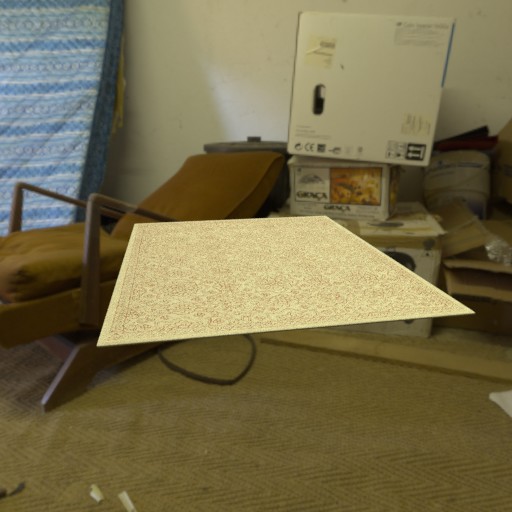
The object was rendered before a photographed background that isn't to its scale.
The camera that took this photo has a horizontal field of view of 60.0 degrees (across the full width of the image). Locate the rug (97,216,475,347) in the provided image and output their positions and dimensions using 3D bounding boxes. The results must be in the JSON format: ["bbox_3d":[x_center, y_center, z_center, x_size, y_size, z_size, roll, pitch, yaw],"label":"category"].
[{"bbox_3d":[0.000,0.000,4.192,2.441,0.015,3.050,-3,18,-10],"label":"rug"}]
